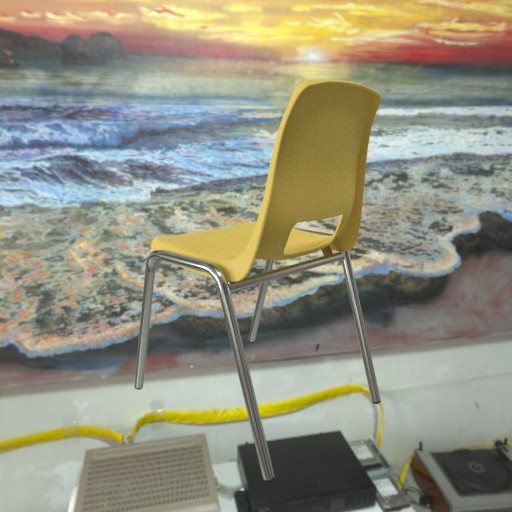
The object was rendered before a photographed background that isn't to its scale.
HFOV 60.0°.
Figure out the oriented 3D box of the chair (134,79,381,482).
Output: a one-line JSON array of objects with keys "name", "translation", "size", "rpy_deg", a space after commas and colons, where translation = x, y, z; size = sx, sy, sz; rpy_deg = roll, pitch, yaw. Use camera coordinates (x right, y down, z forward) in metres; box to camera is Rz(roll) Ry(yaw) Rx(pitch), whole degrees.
[{"name": "chair", "translation": [0.000, 0.000, 0.932], "size": [0.381, 0.653, 0.436], "rpy_deg": [-13, 19, -42]}]
